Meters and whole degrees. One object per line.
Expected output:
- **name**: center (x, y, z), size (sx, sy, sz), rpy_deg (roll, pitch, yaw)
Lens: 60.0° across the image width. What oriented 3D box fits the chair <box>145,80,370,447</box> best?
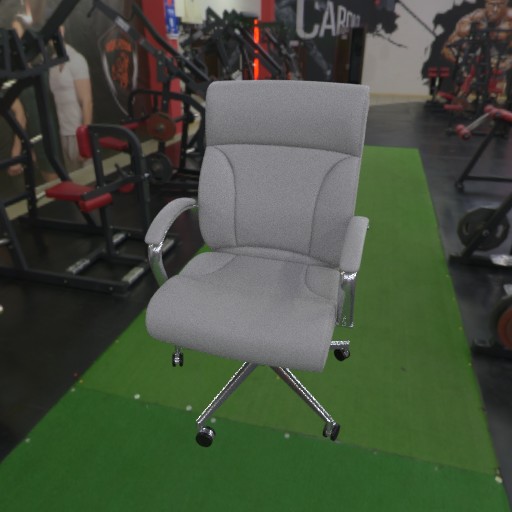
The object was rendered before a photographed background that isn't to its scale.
- **chair**: center (0.000, 0.000, 1.542), size (0.727, 1.099, 0.745), rpy_deg (8, 27, 16)
